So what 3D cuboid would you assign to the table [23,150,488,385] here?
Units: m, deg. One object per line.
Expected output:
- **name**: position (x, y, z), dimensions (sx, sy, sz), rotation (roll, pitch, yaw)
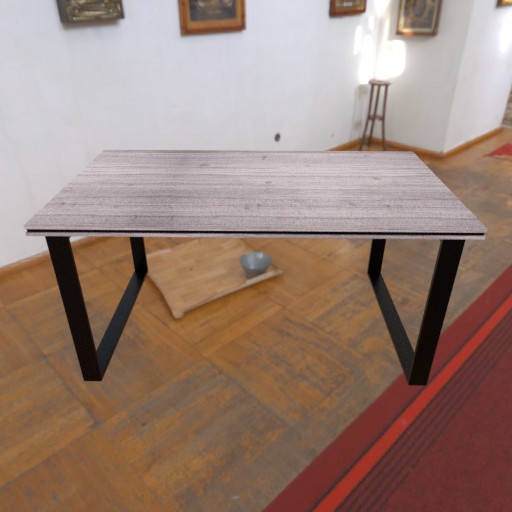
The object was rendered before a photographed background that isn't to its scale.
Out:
- **table**: position (0.000, 0.000, 2.071), dimensions (1.579, 0.736, 0.881), rotation (0, 30, 1)
